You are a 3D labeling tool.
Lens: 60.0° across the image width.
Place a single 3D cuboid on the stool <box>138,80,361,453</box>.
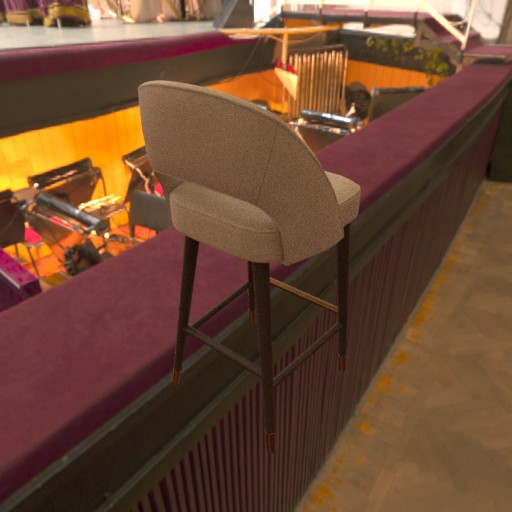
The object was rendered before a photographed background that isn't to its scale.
[{"bbox_3d":[0.000,0.000,1.318,0.494,1.037,0.509,23,38,33],"label":"stool"}]
